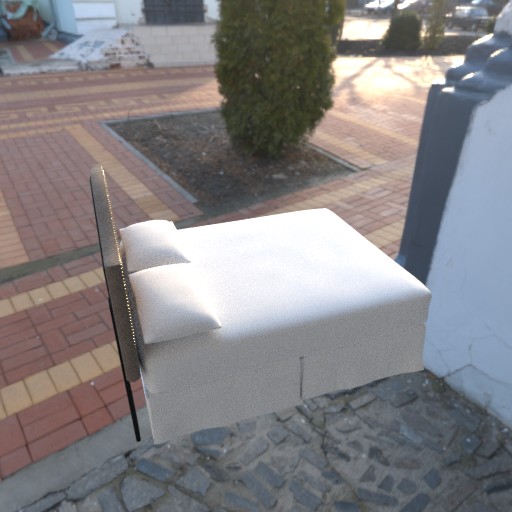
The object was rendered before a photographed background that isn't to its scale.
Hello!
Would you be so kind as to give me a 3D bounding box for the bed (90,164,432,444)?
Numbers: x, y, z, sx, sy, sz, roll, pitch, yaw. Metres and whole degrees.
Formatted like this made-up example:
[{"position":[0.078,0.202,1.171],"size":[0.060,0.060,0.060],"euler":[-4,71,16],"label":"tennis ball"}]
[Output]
[{"position":[0.000,0.000,3.358],"size":[2.153,1.518,1.713],"euler":[-10,31,-17],"label":"bed"}]
